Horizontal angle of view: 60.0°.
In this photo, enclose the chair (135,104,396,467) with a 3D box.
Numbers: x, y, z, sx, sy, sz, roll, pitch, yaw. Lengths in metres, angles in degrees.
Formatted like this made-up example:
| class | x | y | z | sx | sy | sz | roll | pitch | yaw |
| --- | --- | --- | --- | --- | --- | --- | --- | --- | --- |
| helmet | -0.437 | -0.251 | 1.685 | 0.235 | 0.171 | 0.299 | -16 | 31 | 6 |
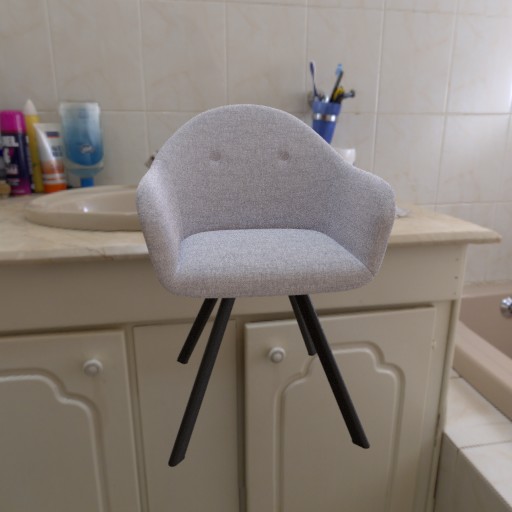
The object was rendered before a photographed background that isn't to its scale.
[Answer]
| class | x | y | z | sx | sy | sz | roll | pitch | yaw |
| --- | --- | --- | --- | --- | --- | --- | --- | --- | --- |
| chair | 0.000 | 0.000 | 1.160 | 0.540 | 0.780 | 0.570 | -2 | 16 | -7 |
